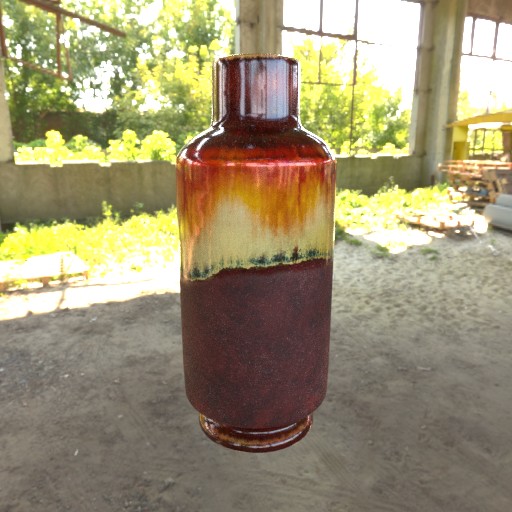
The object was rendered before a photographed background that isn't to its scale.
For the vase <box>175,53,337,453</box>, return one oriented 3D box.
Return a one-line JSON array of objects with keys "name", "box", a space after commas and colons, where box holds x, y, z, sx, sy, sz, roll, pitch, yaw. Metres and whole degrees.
[{"name": "vase", "box": [0.000, 0.000, 0.321, 0.111, 0.261, 0.111, 0, 14, 0]}]
